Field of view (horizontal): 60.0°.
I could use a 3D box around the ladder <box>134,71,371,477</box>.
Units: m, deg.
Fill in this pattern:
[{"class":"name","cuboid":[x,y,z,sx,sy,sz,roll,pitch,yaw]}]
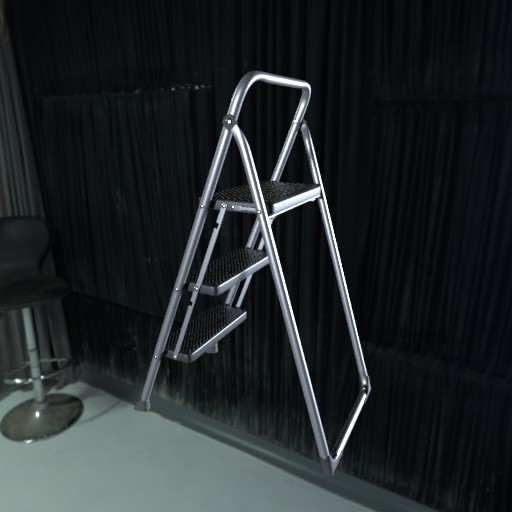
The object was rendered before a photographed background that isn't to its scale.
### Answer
[{"class":"ladder","cuboid":[0.000,0.000,1.260,0.629,0.945,0.430,8,19,26]}]
